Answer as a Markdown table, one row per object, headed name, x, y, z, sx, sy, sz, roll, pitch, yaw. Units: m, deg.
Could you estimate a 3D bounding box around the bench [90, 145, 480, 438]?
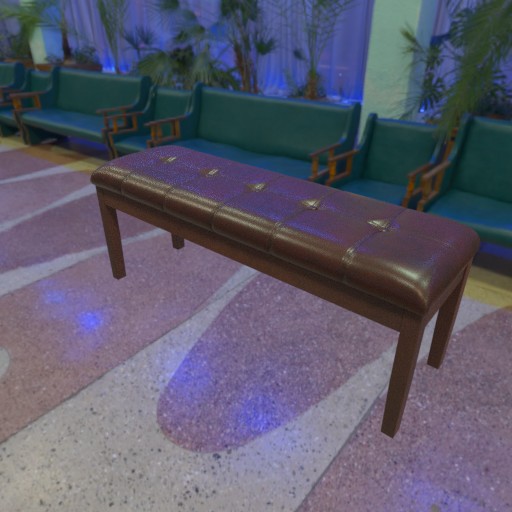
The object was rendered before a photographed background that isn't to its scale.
| name | x | y | z | sx | sy | sz | roll | pitch | yaw |
| --- | --- | --- | --- | --- | --- | --- | --- | --- | --- |
| bench | 0.000 | 0.000 | 1.494 | 1.259 | 0.491 | 0.401 | 22 | 37 | 33 |
